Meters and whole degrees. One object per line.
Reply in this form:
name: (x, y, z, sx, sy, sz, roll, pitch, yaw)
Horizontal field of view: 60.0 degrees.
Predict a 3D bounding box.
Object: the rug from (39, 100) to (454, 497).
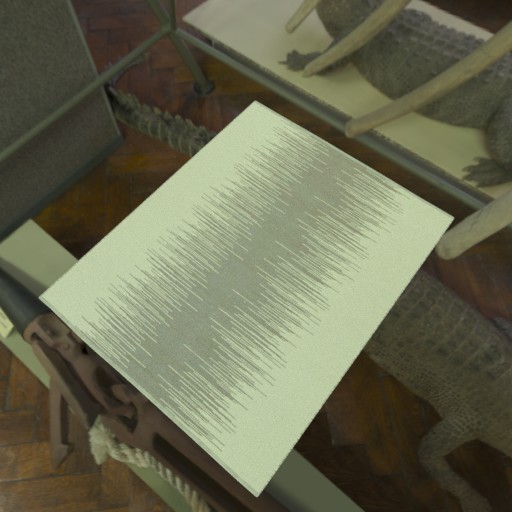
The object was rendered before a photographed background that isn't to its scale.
rug: (0.000, 0.000, 4.056, 2.453, 0.010, 3.037, 36, 68, 17)
